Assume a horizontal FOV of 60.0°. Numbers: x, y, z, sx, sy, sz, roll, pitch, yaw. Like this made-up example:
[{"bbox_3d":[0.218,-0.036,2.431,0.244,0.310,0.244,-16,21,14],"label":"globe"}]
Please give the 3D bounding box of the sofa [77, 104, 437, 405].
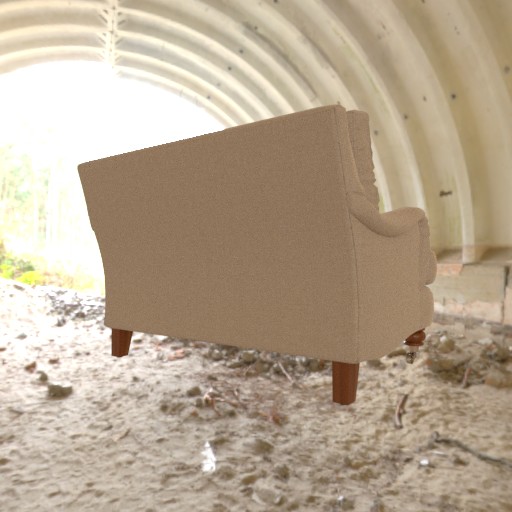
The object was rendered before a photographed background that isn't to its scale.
[{"bbox_3d":[0.000,0.000,2.207,1.508,1.048,1.087,0,-1,37],"label":"sofa"}]
